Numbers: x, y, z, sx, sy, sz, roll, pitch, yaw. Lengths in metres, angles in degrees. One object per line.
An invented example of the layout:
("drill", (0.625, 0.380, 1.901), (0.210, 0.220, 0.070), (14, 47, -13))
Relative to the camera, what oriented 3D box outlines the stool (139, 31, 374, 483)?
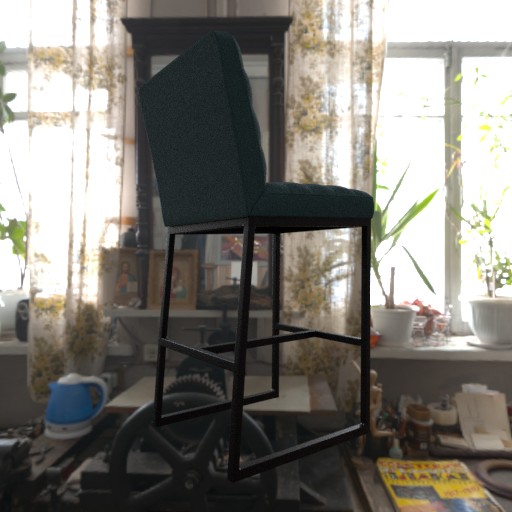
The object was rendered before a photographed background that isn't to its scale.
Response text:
("stool", (0.000, 0.000, 1.326), (0.560, 1.040, 0.460), (0, 0, -37))
